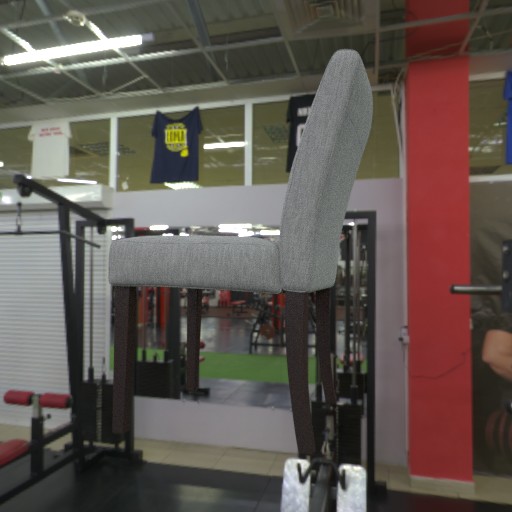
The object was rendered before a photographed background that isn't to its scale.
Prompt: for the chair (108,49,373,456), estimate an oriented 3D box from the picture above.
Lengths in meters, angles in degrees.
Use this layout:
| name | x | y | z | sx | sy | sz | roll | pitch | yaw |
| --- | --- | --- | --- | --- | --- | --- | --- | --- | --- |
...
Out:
| name | x | y | z | sx | sy | sz | roll | pitch | yaw |
| --- | --- | --- | --- | --- | --- | --- | --- | --- | --- |
| chair | 0.000 | 0.000 | 1.223 | 0.629 | 0.884 | 0.487 | -1 | -2 | 17 |
